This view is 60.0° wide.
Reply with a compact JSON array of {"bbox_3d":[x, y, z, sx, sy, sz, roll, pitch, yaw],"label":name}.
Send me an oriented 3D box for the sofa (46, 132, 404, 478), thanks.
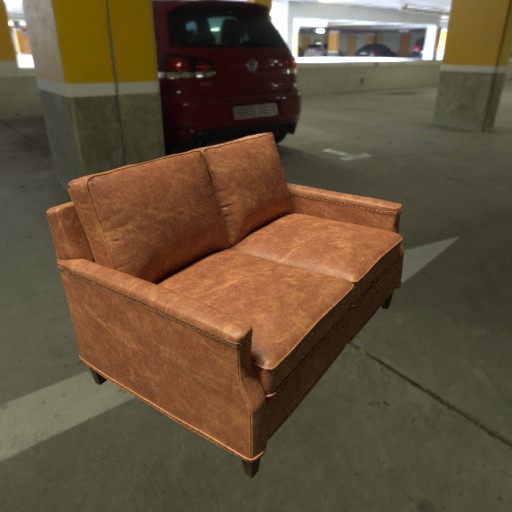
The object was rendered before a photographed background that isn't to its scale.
[{"bbox_3d":[0.000,0.000,2.240,1.084,1.003,1.597,16,30,31],"label":"sofa"}]
